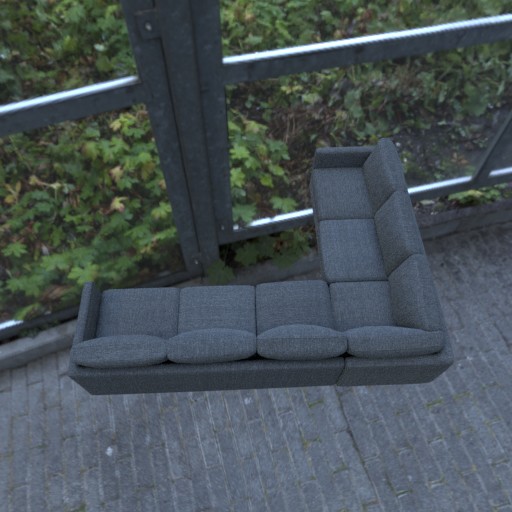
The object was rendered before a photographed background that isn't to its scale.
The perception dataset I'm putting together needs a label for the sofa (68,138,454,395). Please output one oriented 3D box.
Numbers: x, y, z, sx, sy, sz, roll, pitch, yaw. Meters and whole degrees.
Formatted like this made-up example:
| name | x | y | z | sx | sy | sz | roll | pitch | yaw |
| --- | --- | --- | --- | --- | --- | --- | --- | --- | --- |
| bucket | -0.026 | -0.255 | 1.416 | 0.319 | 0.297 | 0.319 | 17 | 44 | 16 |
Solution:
| name | x | y | z | sx | sy | sz | roll | pitch | yaw |
| --- | --- | --- | --- | --- | --- | --- | --- | --- | --- |
| sofa | 0.000 | 0.000 | 4.573 | 3.302 | 0.947 | 2.593 | -2 | 58 | -1 |
